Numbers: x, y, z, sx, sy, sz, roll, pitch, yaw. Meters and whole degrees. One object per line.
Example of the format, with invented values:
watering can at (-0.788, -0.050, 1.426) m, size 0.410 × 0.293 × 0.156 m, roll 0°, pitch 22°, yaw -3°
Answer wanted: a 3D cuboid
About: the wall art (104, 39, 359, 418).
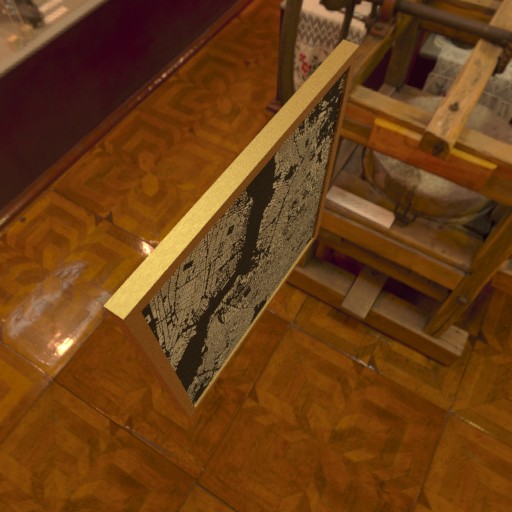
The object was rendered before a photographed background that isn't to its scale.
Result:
wall art at (0.000, 0.000, 2.878) m, size 0.099 × 1.926 × 1.926 m, roll 30°, pitch 64°, yaw 16°
